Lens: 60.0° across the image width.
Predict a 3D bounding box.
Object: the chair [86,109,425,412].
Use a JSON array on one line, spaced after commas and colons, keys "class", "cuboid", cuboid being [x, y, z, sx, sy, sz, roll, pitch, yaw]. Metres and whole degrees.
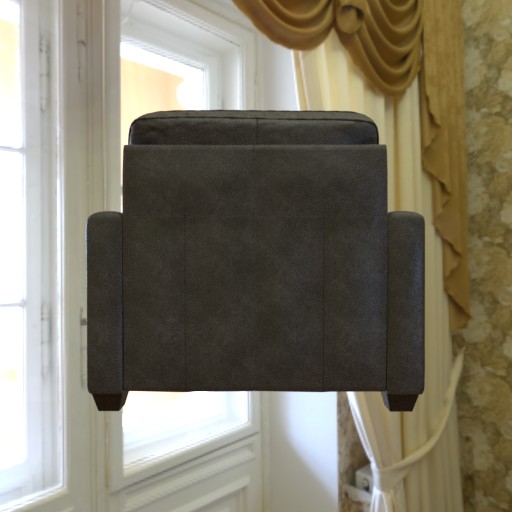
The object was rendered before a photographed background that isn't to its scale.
[{"class": "chair", "cuboid": [0.000, 0.000, 1.734, 1.006, 0.916, 0.939, 0, 0, 0]}]
